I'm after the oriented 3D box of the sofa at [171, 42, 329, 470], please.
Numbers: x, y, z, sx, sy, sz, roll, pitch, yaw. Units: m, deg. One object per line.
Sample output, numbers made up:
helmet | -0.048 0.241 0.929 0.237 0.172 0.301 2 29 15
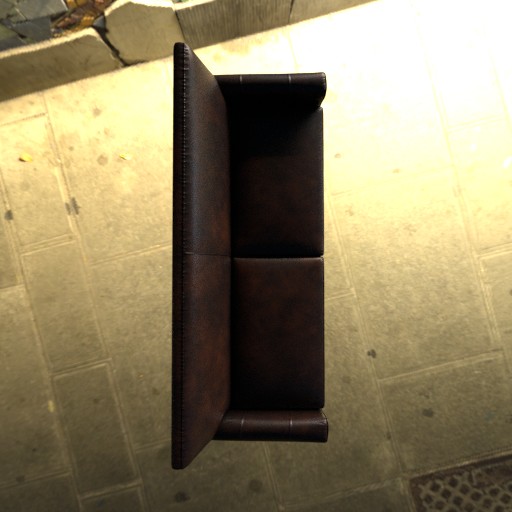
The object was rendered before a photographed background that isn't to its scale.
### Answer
sofa | 0.000 0.000 2.492 0.786 0.871 1.995 0 88 0
